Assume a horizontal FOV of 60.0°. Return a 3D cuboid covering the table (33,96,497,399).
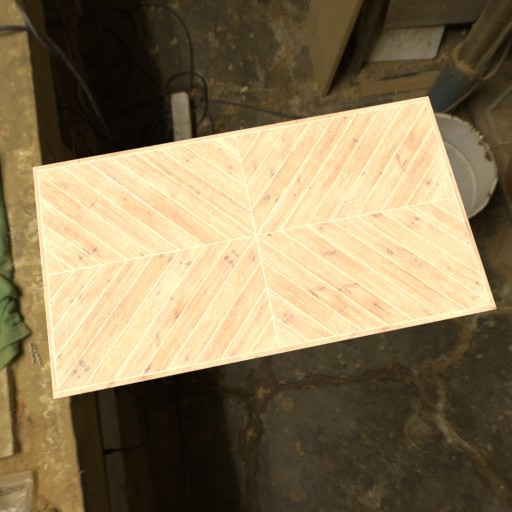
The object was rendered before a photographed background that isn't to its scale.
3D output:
[{"bbox_3d":[0.000,0.000,2.247,1.803,0.762,0.991,-11,77,-3],"label":"table"}]
